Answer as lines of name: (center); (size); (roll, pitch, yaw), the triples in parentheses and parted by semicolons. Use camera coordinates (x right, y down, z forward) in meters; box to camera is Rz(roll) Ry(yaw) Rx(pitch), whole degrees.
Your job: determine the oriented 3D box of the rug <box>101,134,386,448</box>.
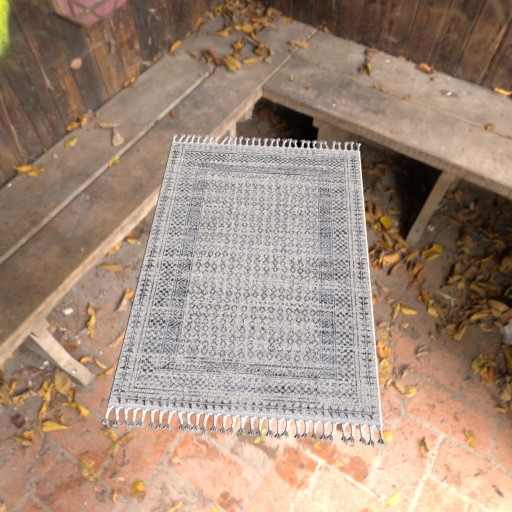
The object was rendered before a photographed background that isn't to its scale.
rug: (0.000, 0.000, 2.412); (1.243, 0.013, 1.872); (3, 57, 2)
